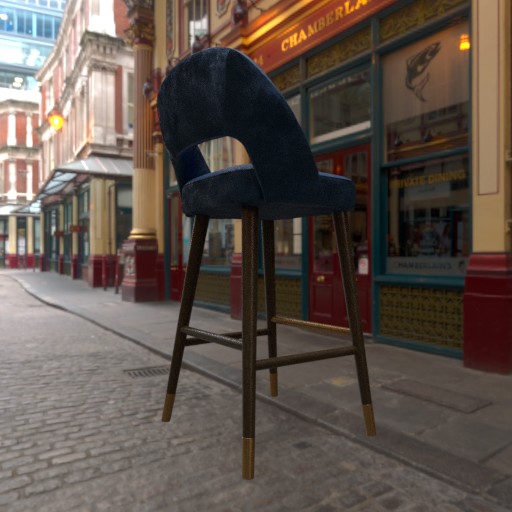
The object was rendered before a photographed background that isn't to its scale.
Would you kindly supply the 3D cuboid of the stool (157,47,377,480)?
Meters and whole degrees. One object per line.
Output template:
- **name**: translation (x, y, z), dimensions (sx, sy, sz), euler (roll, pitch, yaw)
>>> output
- **stool**: translation (0.000, 0.000, 1.297), dimensions (0.515, 1.016, 0.514), euler (0, -1, -36)
